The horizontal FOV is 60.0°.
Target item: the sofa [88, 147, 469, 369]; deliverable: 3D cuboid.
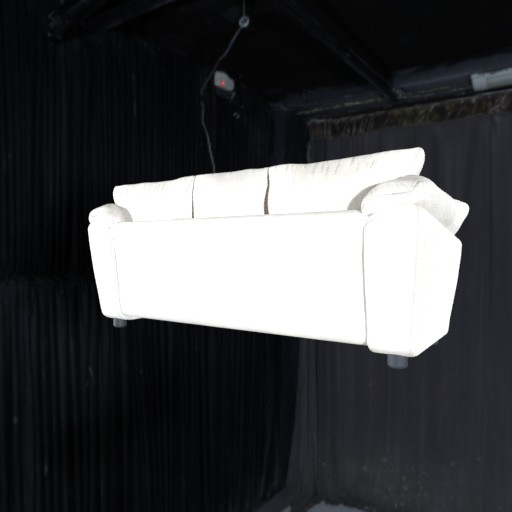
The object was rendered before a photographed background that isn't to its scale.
[{"bbox_3d":[0.000,0.000,2.782,2.334,0.996,0.878,0,1,34],"label":"sofa"}]
